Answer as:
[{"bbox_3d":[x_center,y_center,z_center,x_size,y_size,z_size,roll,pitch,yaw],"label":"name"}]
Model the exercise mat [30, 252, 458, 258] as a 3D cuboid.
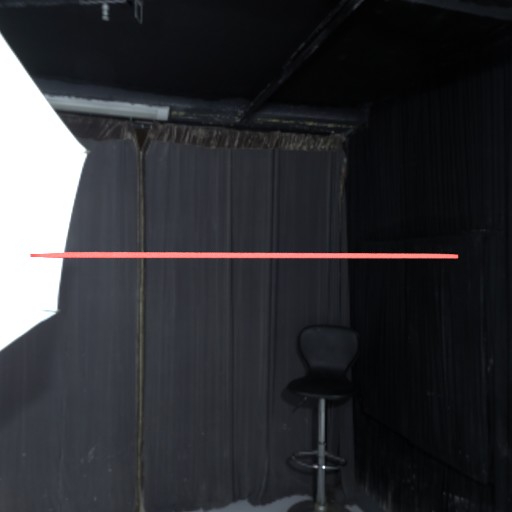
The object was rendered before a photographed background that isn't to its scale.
[{"bbox_3d":[0.000,0.000,2.105,1.869,0.021,0.616,0,-1,-17],"label":"exercise mat"}]
